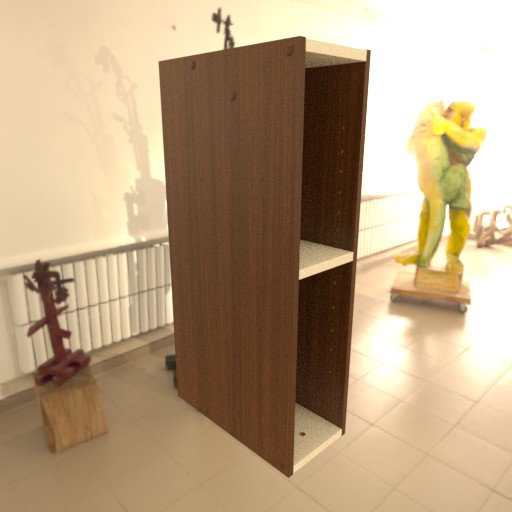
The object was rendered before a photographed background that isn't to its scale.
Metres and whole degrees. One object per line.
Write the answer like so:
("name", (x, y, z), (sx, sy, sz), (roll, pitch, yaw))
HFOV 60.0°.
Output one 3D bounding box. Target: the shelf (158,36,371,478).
("shelf", (0.000, 0.000, 0.723), (0.147, 0.600, 0.290), (-15, 22, -42))
